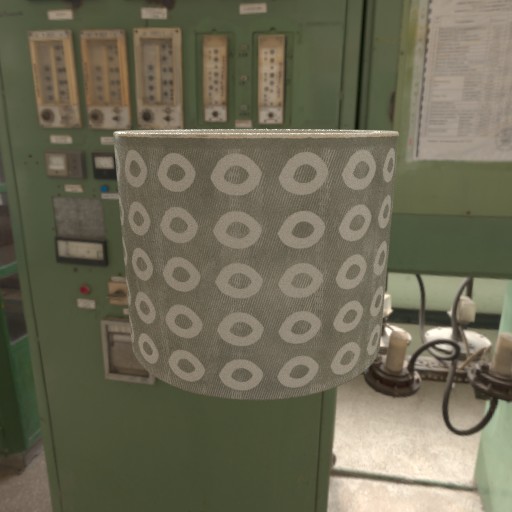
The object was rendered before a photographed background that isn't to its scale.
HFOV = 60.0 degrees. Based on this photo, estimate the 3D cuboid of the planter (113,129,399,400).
[{"bbox_3d":[0.000,0.000,0.334,0.190,0.181,0.190,0,16,0],"label":"planter"}]
